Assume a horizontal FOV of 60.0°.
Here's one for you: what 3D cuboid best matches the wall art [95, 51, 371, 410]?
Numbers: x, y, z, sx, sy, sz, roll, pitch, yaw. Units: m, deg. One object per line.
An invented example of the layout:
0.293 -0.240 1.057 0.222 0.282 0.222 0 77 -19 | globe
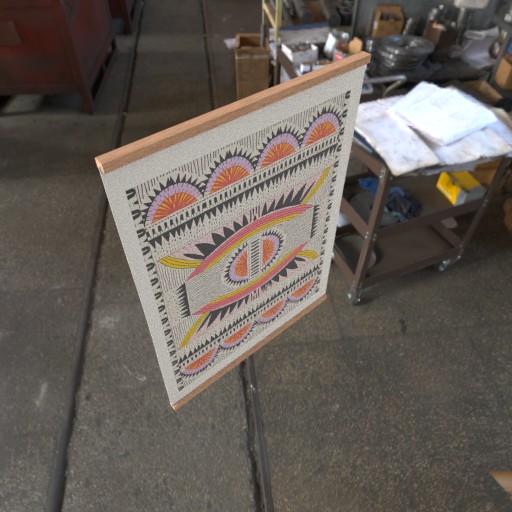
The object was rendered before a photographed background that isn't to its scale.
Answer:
0.000 0.000 1.350 0.765 1.016 0.028 -32 54 -27 | wall art
